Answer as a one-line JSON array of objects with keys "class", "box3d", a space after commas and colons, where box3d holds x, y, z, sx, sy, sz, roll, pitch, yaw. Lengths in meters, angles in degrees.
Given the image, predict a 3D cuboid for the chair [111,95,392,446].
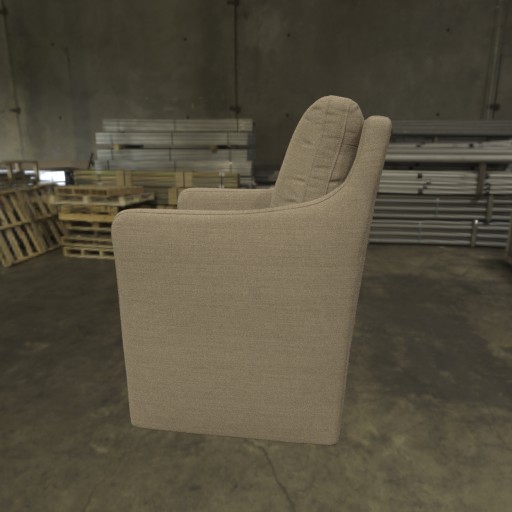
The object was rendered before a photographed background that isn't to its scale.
[{"class": "chair", "box3d": [0.000, 0.000, 1.398, 0.694, 0.914, 0.626, 2, 15, 8]}]
